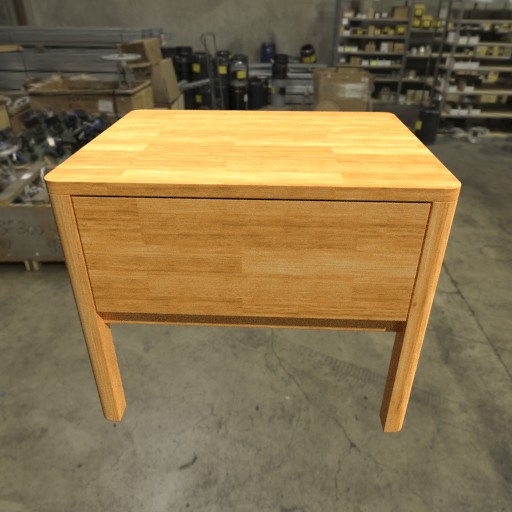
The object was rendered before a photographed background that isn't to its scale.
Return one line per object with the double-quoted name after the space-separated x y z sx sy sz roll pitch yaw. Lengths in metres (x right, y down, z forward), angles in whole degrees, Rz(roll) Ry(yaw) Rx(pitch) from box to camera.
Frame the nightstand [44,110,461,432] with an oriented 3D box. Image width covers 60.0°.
0.000 0.000 0.886 0.560 0.470 0.440 1 30 2 "nightstand"
